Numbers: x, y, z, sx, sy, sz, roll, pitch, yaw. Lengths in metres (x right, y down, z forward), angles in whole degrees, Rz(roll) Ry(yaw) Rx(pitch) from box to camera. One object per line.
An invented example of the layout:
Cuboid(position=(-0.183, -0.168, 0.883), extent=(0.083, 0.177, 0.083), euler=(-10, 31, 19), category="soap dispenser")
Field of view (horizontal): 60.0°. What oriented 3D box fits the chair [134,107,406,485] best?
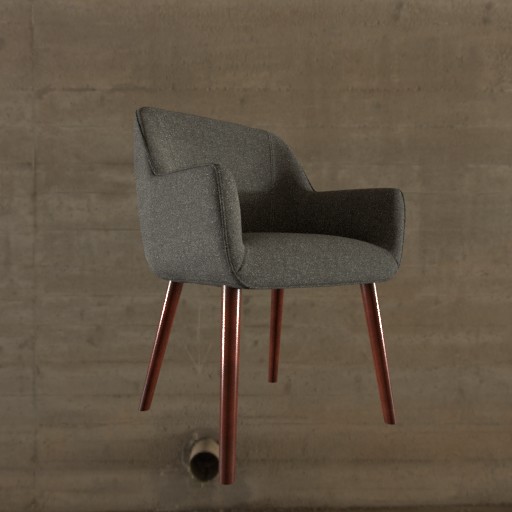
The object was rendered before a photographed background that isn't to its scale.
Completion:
Cuboid(position=(0.000, 0.000, 1.118), extent=(0.543, 0.803, 0.519), euler=(0, 0, -36), category="chair")
